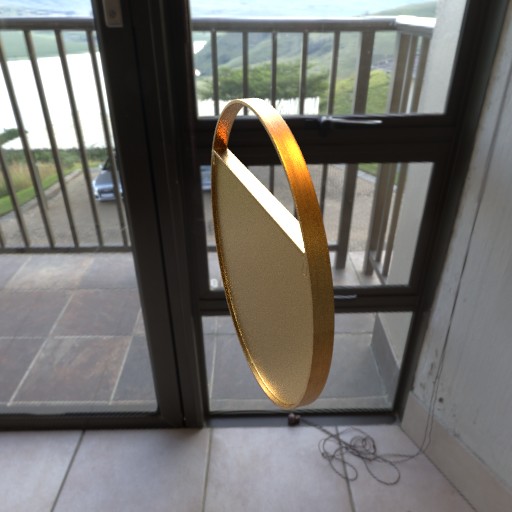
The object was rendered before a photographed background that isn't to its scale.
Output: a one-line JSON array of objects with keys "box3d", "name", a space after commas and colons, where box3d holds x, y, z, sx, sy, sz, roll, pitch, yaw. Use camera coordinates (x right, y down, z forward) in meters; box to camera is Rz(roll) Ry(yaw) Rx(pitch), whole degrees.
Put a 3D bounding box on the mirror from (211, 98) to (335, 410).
[{"box3d": [0.000, 0.000, 0.844, 0.032, 0.565, 0.565, -10, 32, -16], "name": "mirror"}]
